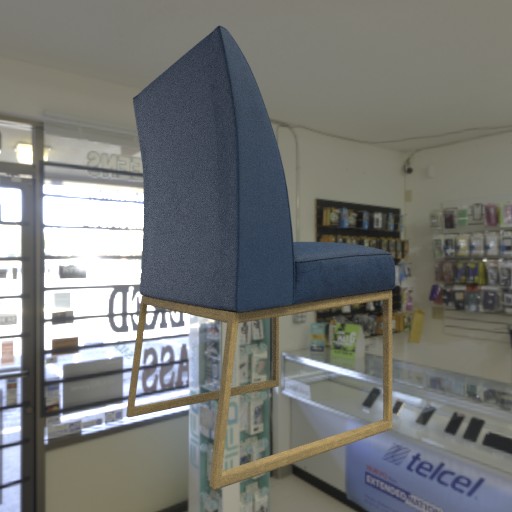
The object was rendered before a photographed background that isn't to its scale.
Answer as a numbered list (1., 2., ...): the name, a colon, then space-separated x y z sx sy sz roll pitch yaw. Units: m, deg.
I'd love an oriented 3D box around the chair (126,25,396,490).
1. chair: 0.000 0.000 1.156 0.522 0.863 0.508 0 -1 -35
